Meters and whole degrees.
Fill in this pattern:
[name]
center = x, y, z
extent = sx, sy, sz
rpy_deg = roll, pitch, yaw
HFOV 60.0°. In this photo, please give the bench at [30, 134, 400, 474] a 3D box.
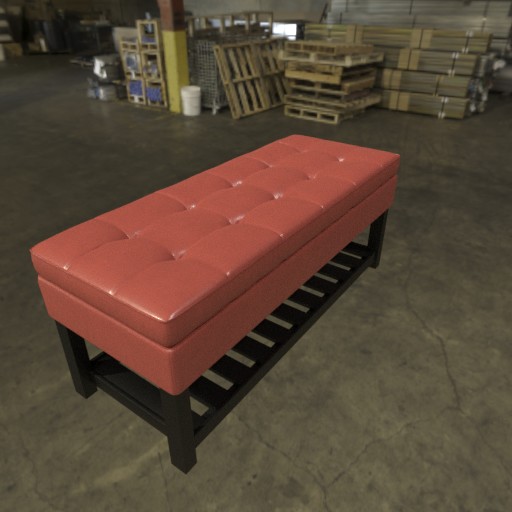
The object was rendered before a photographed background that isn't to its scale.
[bench]
center = 0.000, 0.000, 1.333
extent = 0.432, 0.460, 1.105
rpy_deg = 20, 37, 30
